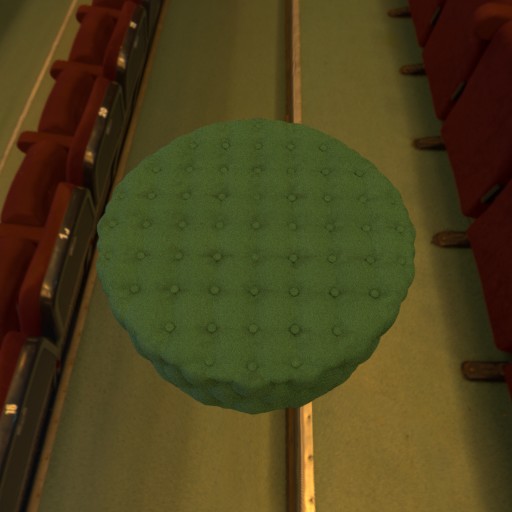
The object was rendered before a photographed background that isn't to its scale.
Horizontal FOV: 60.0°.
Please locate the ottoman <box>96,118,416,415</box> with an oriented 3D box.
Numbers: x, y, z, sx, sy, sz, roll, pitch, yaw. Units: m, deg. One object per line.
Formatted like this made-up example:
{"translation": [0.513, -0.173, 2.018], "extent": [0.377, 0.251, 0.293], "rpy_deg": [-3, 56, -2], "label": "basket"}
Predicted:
{"translation": [0.000, 0.000, 1.522], "extent": [0.998, 0.399, 0.998], "rpy_deg": [0, 59, 0], "label": "ottoman"}
